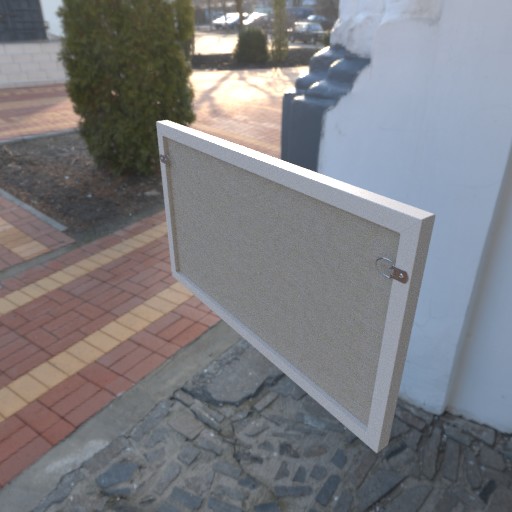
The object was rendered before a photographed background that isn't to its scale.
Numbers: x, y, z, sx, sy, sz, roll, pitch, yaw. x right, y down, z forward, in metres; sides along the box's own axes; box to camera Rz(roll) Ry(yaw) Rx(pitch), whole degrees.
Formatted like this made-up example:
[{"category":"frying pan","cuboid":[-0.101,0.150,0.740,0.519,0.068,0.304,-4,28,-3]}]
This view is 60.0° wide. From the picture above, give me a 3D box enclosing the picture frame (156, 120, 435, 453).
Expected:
[{"category":"picture frame","cuboid":[0.000,0.000,0.807,0.044,0.379,0.647,-20,34,-32]}]
